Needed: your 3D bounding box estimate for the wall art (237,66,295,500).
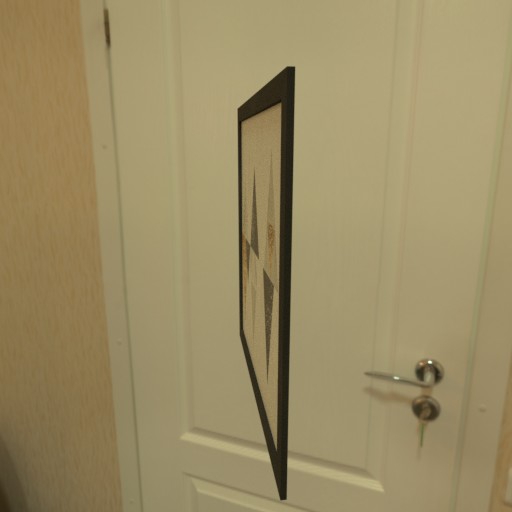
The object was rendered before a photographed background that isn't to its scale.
[{"bbox_3d":[0.000,0.000,1.201,0.013,0.823,0.823,-2,14,-8],"label":"wall art"}]
